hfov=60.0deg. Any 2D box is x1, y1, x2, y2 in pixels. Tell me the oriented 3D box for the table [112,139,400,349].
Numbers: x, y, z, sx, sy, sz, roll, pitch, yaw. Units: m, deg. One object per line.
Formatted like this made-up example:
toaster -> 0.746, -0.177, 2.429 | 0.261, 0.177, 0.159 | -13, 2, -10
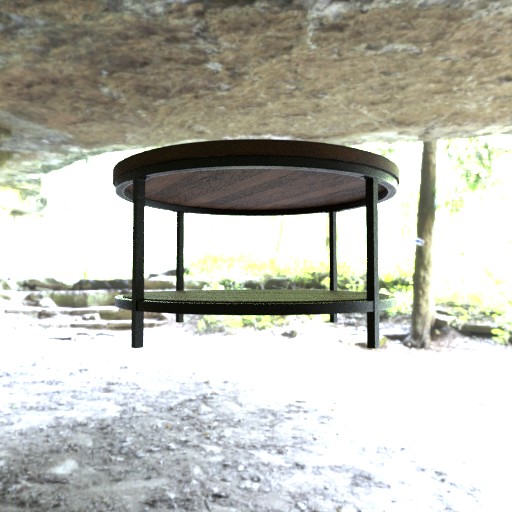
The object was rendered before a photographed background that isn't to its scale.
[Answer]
table -> 0.000, 0.000, 1.349 | 0.837, 0.462, 0.837 | 0, -2, 0
